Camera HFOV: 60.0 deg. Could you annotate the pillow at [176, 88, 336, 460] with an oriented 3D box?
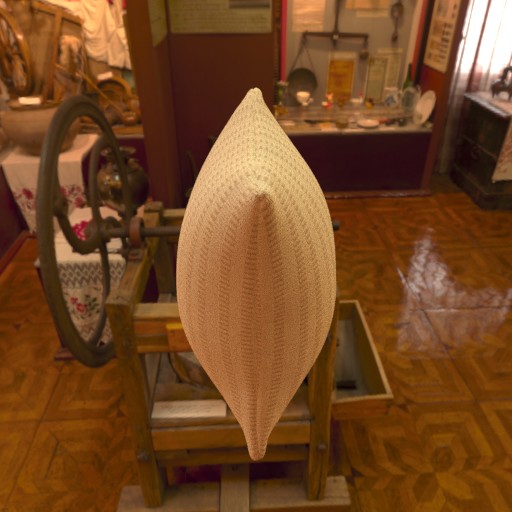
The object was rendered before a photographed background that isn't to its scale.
[{"bbox_3d":[0.000,0.000,0.699,0.247,0.419,0.438,-1,33,-1],"label":"pillow"}]
